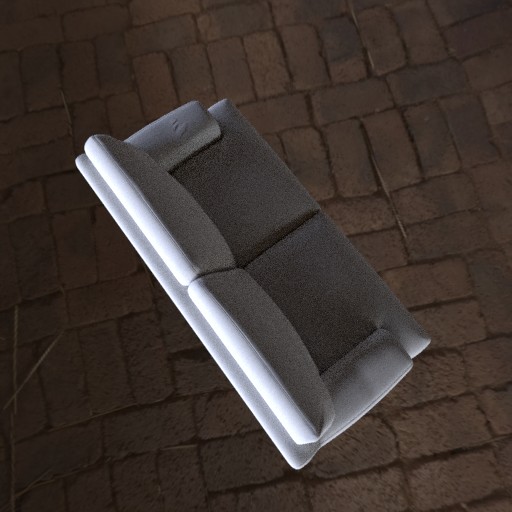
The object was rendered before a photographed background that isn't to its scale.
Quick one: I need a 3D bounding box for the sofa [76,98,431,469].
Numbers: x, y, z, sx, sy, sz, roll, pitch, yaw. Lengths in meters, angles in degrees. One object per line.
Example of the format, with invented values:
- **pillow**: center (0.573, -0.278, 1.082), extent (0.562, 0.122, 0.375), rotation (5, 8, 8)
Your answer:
- **sofa**: center (0.000, 0.000, 2.835), extent (1.143, 0.940, 2.261), rotation (-36, 78, -9)
